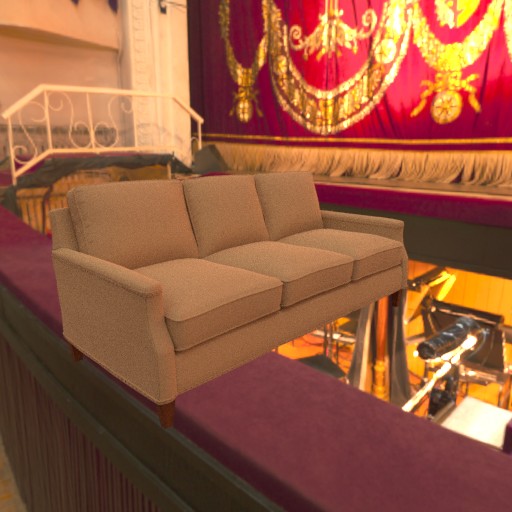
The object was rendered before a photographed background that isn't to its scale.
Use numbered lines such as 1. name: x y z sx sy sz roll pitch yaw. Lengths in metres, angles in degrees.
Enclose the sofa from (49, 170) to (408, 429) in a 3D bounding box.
1. sofa: 0.000 0.000 2.882 1.084 1.003 2.246 13 19 43
